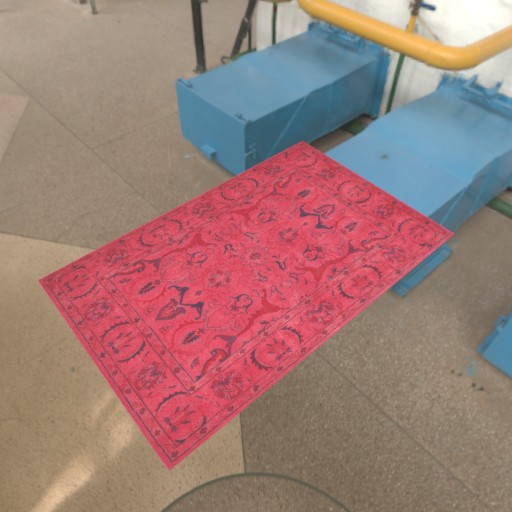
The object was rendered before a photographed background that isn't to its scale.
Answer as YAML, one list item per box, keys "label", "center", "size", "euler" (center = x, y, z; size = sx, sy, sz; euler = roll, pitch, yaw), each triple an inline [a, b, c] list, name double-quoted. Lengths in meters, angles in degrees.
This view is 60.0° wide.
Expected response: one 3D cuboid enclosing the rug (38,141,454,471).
- label: "rug"
  center: [0.000, 0.000, 3.021]
  size: [2.423, 0.010, 1.534]
  euler: [-33, 56, -26]
